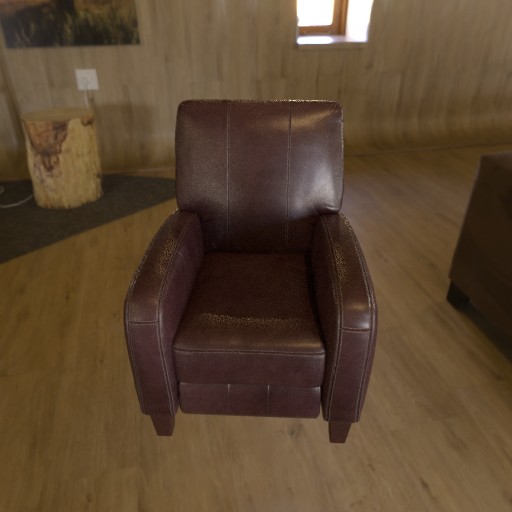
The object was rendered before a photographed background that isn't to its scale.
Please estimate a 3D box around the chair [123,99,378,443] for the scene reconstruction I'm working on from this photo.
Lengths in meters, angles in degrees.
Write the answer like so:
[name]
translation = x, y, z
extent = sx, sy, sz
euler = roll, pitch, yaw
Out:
[chair]
translation = 0.000, 0.000, 1.668
extent = 0.762, 0.990, 0.990
euler = 1, 31, 2
